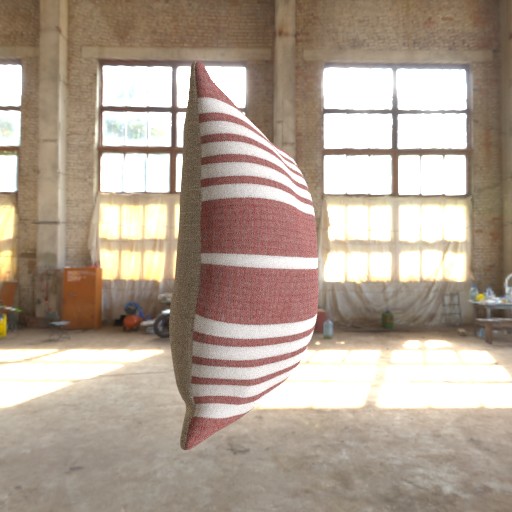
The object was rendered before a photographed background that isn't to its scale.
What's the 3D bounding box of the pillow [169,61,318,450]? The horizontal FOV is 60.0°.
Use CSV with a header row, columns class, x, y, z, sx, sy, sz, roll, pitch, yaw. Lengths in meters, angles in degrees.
class,x,y,z,sx,sy,sz,roll,pitch,yaw
pillow,0.000,0.000,0.681,0.182,0.427,0.439,0,-1,18
